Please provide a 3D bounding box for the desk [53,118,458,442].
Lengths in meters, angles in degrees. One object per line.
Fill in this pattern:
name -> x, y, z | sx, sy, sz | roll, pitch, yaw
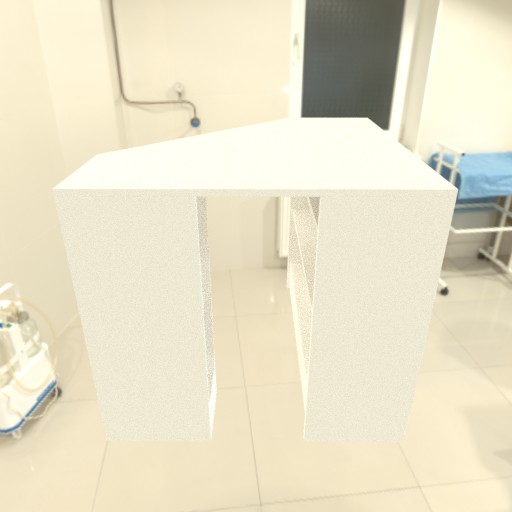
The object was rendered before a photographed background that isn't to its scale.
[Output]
desk -> 0.000, 0.000, 1.615 | 0.926, 0.818, 0.940 | 0, 27, 0
